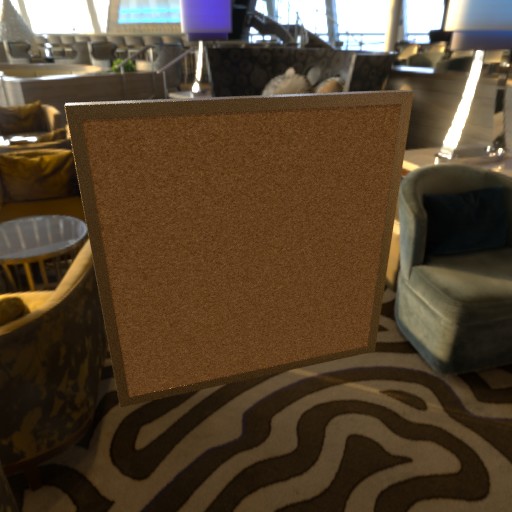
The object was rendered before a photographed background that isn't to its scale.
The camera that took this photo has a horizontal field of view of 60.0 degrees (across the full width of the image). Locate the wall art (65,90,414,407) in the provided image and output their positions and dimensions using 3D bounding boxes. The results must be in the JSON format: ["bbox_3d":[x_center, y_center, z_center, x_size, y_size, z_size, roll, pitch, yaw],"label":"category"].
[{"bbox_3d":[0.000,0.000,1.123,0.767,0.765,0.036,-8,28,-16],"label":"wall art"}]
